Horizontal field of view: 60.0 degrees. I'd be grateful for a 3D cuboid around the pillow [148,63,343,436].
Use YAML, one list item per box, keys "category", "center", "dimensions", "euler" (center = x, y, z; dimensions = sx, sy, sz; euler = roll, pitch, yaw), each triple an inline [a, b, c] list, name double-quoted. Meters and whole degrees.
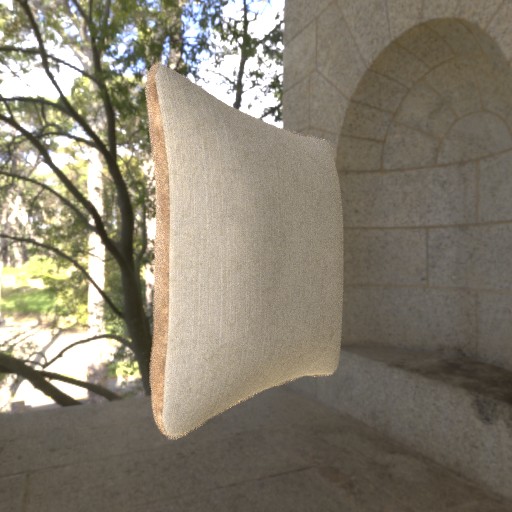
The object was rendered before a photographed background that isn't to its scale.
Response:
- category: "pillow"
  center: [0.000, 0.000, 0.812]
  dimensions: [0.216, 0.525, 0.538]
  euler: [0, 0, 37]
